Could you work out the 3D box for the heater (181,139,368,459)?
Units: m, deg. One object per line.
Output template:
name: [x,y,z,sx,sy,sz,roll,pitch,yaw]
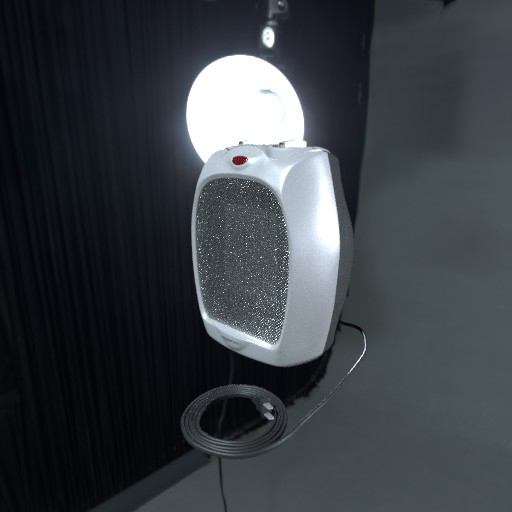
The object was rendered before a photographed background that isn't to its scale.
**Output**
heater: [0.000,0.000,0.474,0.239,0.240,0.291,15,21,42]
